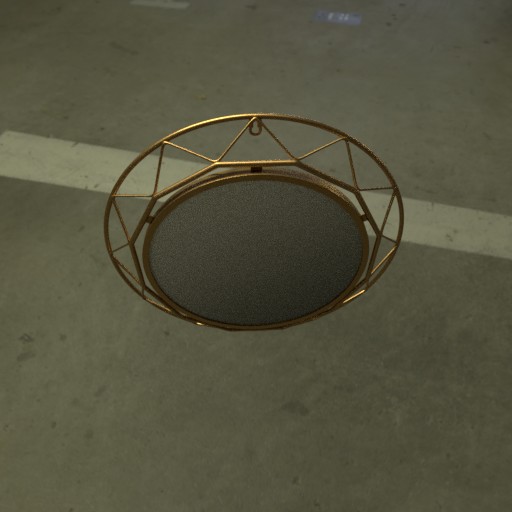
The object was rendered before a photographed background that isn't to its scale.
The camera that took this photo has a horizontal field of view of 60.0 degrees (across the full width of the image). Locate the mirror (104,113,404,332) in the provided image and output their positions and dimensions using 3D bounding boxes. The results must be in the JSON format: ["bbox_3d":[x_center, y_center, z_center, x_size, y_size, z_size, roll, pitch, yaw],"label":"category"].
[{"bbox_3d":[0.000,0.000,0.677,0.454,0.454,0.043,-2,47,-2],"label":"mirror"}]
